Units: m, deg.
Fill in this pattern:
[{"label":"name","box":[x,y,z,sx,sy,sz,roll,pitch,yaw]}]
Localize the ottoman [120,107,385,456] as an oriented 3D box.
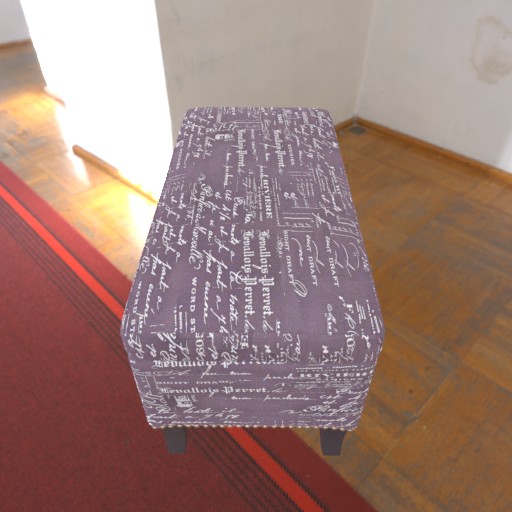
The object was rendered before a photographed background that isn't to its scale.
[{"label":"ottoman","box":[0.000,0.000,1.079,0.406,0.457,0.813,1,42,1]}]
